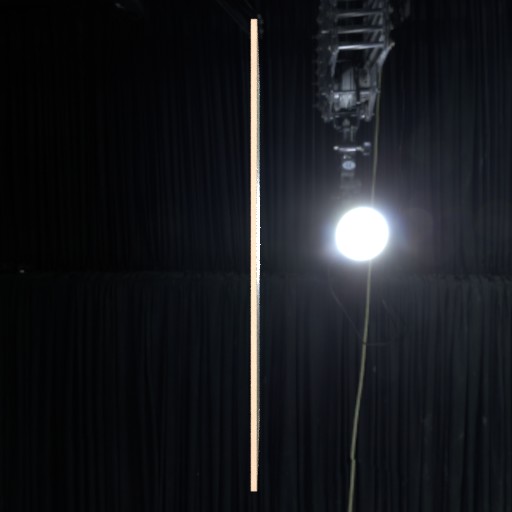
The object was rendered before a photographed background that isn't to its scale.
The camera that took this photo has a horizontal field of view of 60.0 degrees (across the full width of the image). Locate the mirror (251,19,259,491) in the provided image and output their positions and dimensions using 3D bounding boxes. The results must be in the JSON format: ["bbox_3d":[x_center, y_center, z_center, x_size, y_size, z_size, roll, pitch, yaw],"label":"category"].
[{"bbox_3d":[0.000,0.000,2.314,0.026,2.031,0.812,0,1,1],"label":"mirror"}]
